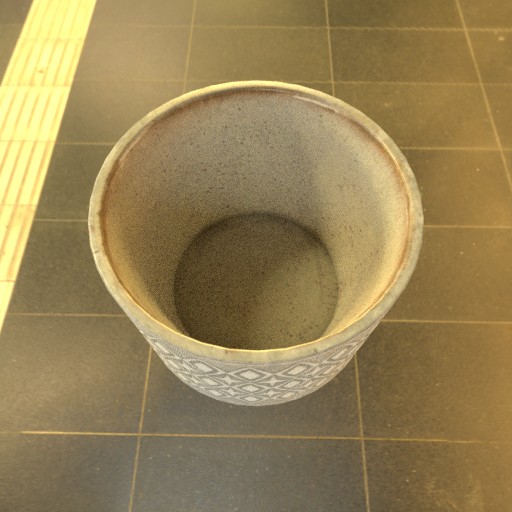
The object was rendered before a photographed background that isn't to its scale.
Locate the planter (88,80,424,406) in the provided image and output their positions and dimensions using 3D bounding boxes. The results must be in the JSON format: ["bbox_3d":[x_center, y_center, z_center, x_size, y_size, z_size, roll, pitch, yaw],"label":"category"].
[{"bbox_3d":[0.000,0.000,0.312,0.186,0.144,0.186,0,63,0],"label":"planter"}]
